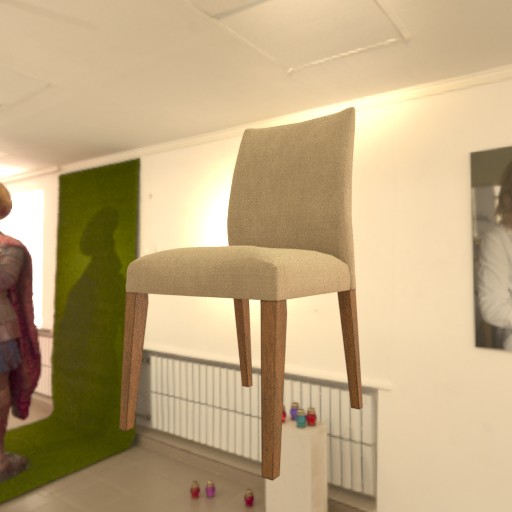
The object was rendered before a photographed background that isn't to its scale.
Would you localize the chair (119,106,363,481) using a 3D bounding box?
[{"bbox_3d":[0.000,0.000,1.305,0.496,0.940,0.585,-1,-1,35],"label":"chair"}]
